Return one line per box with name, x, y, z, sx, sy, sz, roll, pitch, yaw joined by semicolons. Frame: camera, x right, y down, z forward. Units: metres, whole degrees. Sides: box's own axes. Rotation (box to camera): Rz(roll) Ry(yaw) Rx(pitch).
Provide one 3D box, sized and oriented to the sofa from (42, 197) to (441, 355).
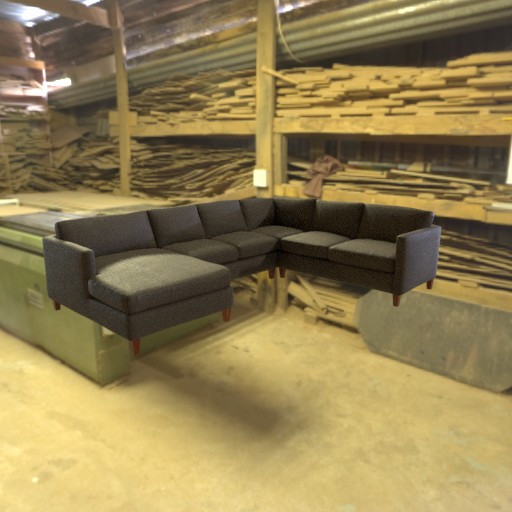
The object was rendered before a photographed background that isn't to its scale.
sofa;0.000;0.000;4.727;2.594;0.961;3.460;12;18;42
